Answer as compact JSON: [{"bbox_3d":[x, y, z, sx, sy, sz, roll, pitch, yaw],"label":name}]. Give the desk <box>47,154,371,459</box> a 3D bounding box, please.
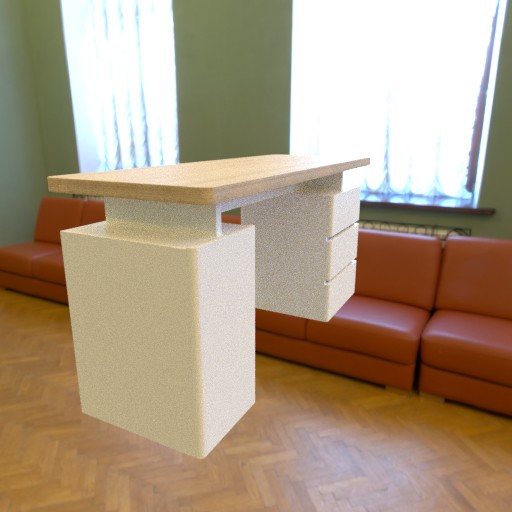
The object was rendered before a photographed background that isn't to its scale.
[{"bbox_3d":[0.000,0.000,1.850,0.550,0.755,1.500,8,17,27],"label":"desk"}]
